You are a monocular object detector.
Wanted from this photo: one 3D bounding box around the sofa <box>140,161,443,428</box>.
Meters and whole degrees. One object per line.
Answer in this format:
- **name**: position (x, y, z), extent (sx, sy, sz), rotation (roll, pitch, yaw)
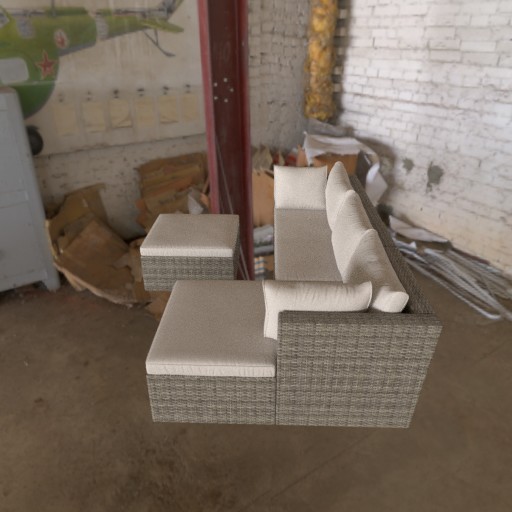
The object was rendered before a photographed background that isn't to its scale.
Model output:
- **sofa**: position (0.000, 0.000, 2.985), extent (1.662, 0.766, 2.192), rotation (1, 27, 2)
